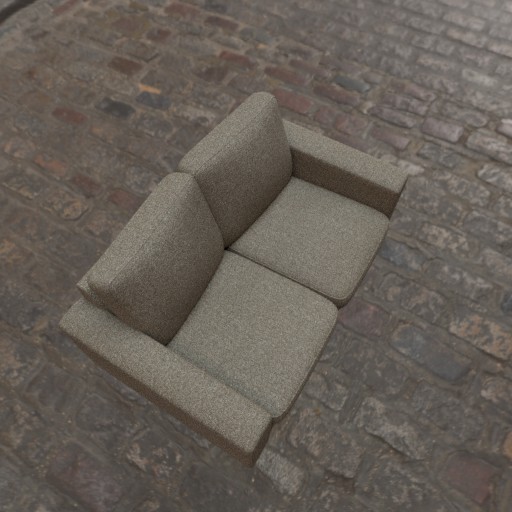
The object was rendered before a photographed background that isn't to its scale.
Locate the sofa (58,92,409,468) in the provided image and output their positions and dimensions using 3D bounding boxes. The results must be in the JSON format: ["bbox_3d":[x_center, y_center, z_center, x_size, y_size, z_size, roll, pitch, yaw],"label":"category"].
[{"bbox_3d":[0.000,0.000,2.215,1.016,0.873,1.616,28,63,16],"label":"sofa"}]
